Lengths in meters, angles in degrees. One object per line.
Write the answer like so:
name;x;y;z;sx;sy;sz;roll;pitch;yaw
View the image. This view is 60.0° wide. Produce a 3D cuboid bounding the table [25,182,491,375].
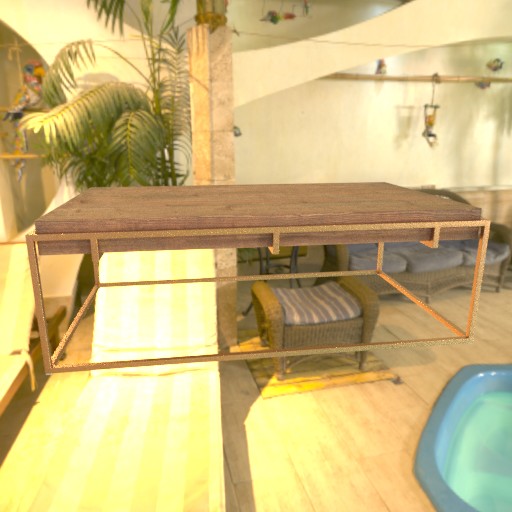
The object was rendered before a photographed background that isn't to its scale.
table;0.000;0.000;1.727;1.387;0.468;0.775;-2;16;-8
